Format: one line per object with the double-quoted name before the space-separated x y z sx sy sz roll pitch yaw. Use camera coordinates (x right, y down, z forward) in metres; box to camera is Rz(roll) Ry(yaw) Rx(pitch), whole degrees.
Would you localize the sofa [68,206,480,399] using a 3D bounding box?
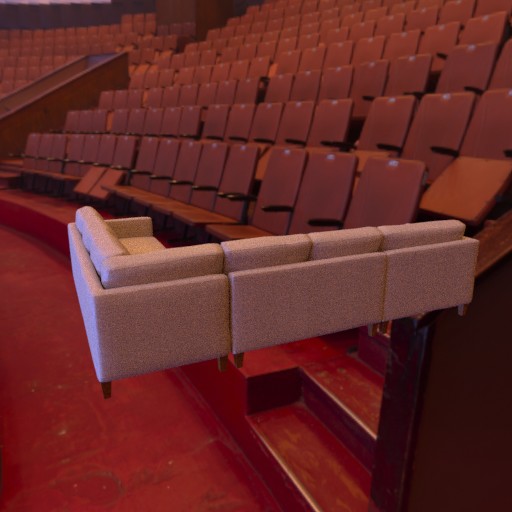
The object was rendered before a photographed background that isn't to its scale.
"sofa" 0.000 0.000 4.588 3.460 0.961 2.594 -7 17 -24
